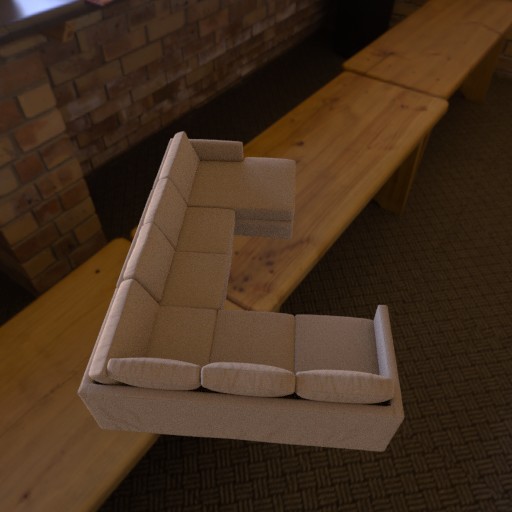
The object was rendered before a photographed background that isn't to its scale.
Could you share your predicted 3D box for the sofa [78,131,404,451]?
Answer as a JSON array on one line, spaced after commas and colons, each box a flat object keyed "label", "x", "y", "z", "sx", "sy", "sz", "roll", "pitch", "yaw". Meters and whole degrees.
[{"label": "sofa", "x": 0.000, "y": 0.000, "z": 4.585, "sx": 2.427, "sy": 0.882, "sz": 3.460, "roll": 3, "pitch": 48, "yaw": 3}]
